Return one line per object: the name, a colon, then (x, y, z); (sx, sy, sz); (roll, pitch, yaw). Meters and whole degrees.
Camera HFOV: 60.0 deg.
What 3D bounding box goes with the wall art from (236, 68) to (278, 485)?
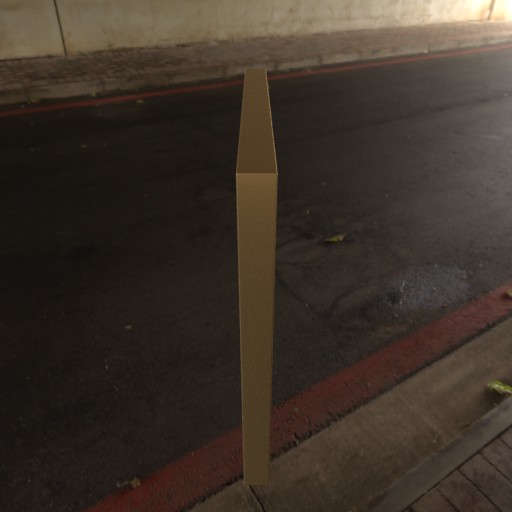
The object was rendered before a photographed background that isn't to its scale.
wall art: (0.000, 0.000, 0.453); (0.023, 0.305, 0.305); (0, 33, 0)
